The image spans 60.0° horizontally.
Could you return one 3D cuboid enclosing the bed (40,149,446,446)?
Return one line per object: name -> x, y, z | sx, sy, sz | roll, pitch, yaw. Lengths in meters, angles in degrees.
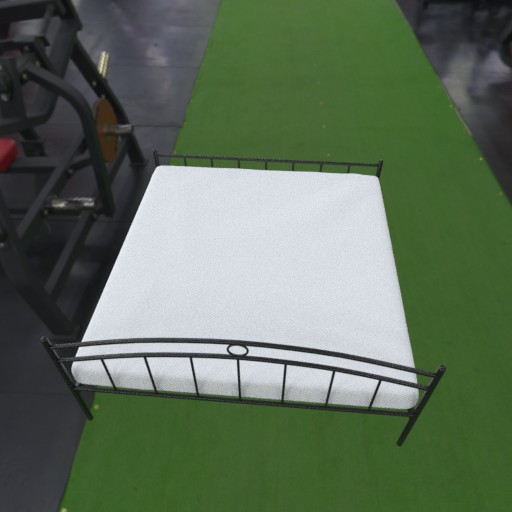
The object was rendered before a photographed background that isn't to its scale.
bed -> 0.000, 0.000, 3.011 | 1.880, 0.940, 2.040 | 3, 45, 3
